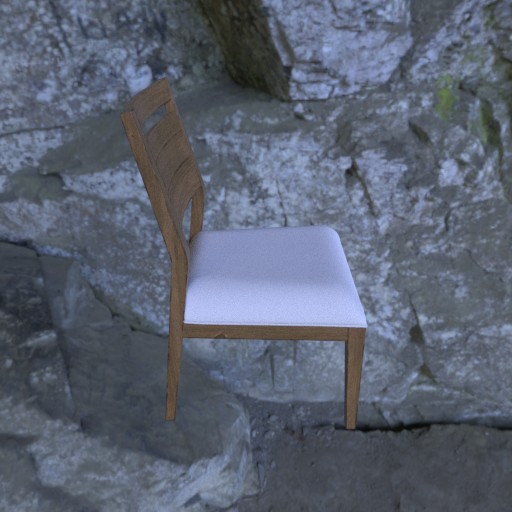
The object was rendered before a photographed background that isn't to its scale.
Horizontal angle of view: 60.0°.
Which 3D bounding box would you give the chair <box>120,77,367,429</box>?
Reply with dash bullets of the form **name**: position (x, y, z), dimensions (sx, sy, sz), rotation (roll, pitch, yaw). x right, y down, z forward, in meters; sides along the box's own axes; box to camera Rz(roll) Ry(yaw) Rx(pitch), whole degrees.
- **chair**: position (0.000, 0.000, 1.324), dimensions (0.610, 0.939, 0.497), rotation (0, 31, 0)
